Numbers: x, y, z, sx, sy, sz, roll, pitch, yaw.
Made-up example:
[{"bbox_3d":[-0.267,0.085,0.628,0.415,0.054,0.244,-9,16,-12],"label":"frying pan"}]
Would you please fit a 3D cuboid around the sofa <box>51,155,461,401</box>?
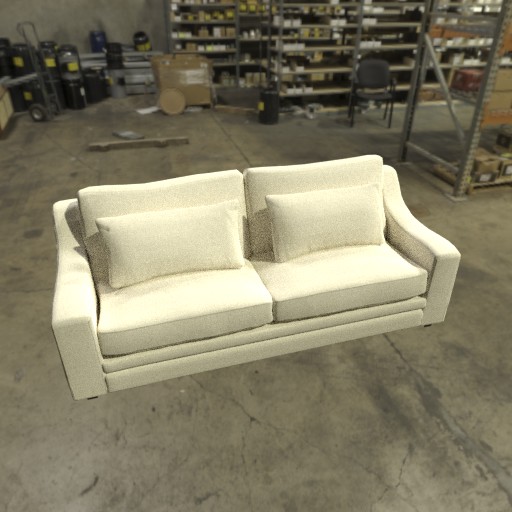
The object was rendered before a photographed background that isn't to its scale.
[{"bbox_3d":[0.000,0.000,2.955,2.470,1.022,1.009,-9,33,-14],"label":"sofa"}]
